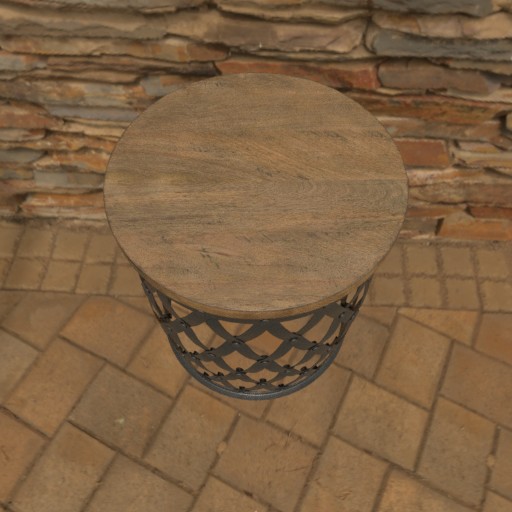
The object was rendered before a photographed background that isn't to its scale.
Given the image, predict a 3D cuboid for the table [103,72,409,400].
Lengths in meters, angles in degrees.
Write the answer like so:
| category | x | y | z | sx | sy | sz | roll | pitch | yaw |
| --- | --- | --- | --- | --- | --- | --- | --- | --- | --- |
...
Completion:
| category | x | y | z | sx | sy | sz | roll | pitch | yaw |
| --- | --- | --- | --- | --- | --- | --- | --- | --- | --- |
| table | 0.000 | 0.000 | 0.789 | 0.405 | 0.454 | 0.405 | 0 | 60 | 0 |
